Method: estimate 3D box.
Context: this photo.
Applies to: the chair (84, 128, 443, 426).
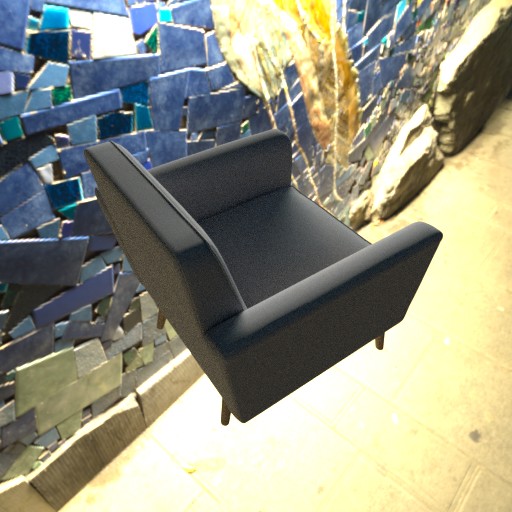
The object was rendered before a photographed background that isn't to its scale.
[{"bbox_3d":[0.000,0.000,1.419,0.750,0.780,0.780,-25,48,-25],"label":"chair"}]
